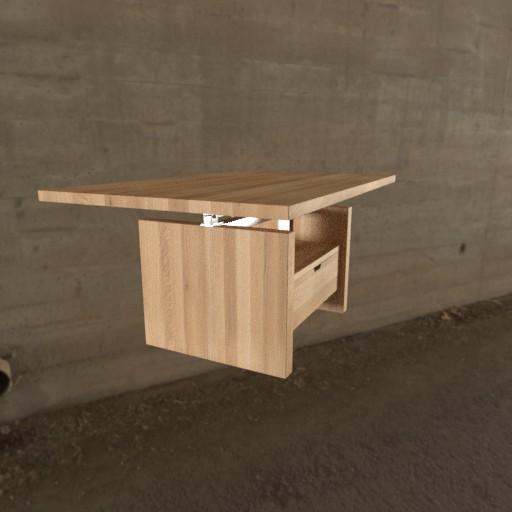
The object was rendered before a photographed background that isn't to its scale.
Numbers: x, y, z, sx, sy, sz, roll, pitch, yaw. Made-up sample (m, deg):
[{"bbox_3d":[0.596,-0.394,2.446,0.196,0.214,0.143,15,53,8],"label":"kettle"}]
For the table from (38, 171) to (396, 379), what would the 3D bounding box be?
[{"bbox_3d":[0.000,0.000,1.521,0.700,0.510,1.100,7,15,26],"label":"table"}]
